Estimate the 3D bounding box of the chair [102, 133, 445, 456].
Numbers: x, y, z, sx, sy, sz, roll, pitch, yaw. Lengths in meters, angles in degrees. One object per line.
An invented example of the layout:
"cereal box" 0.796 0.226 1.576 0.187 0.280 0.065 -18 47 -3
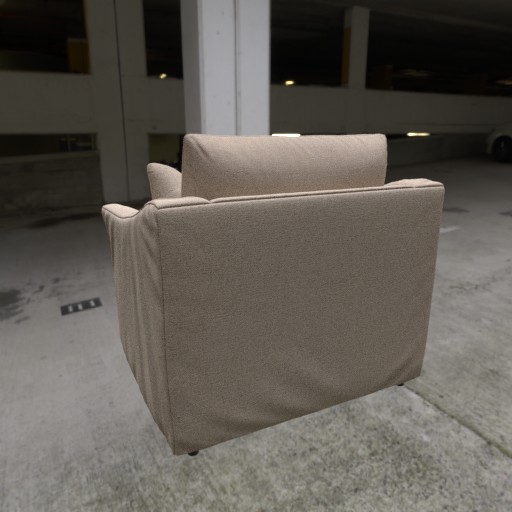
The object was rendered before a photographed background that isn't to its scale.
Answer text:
"chair" 0.000 0.000 2.042 1.194 1.093 1.071 -8 18 -26
